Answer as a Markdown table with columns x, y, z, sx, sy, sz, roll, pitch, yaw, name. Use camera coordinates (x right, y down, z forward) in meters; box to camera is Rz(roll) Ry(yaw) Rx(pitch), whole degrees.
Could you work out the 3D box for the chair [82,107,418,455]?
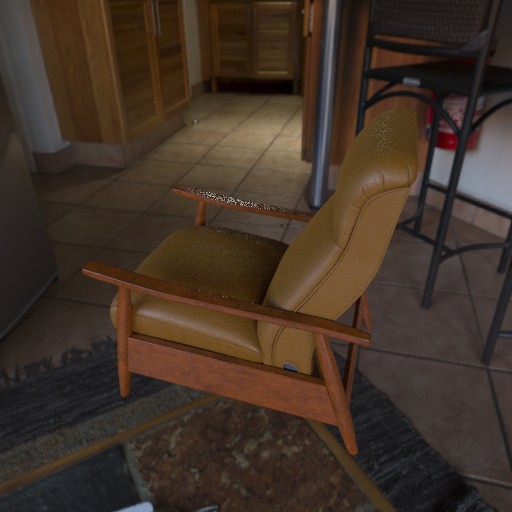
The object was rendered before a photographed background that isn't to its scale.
| x | y | z | sx | sy | sz | roll | pitch | yaw | name |
| --- | --- | --- | --- | --- | --- | --- | --- | --- | --- |
| 0.000 | 0.000 | 1.724 | 1.014 | 1.082 | 0.762 | 9 | 33 | 14 | chair |
